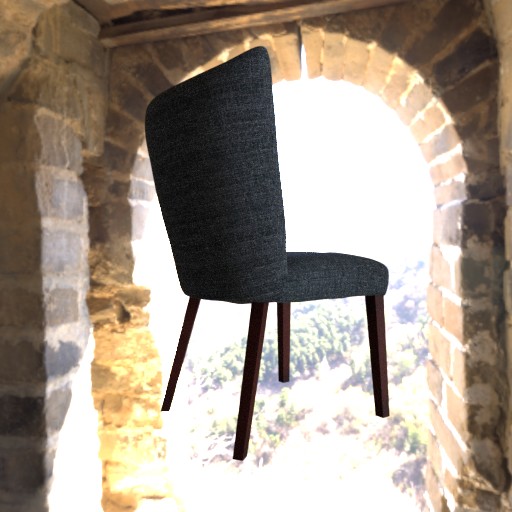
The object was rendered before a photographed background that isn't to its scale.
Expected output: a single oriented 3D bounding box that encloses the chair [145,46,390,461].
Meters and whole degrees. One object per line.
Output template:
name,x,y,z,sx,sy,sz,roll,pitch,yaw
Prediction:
chair,0.000,0.000,1.285,0.623,0.924,0.535,0,0,-37
